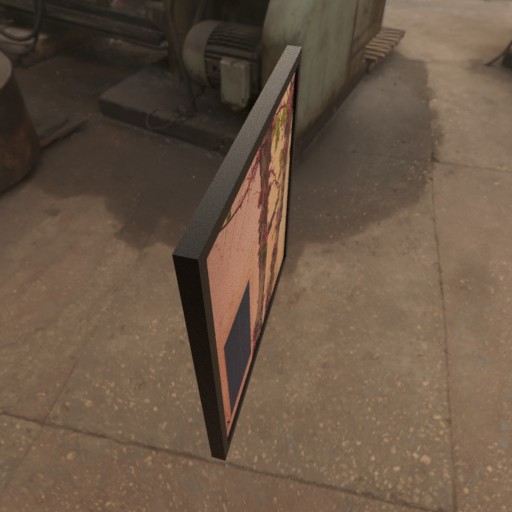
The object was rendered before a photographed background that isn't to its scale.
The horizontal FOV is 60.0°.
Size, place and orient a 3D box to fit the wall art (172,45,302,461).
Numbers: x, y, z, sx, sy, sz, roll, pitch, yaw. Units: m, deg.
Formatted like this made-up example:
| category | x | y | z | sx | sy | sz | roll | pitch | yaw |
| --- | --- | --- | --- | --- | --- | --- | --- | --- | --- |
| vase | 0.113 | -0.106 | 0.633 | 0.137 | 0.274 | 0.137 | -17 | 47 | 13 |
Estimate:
| category | x | y | z | sx | sy | sz | roll | pitch | yaw |
| --- | --- | --- | --- | --- | --- | --- | --- | --- | --- |
| wall art | 0.000 | 0.000 | 1.137 | 0.038 | 0.762 | 0.762 | 11 | 47 | 10 |
